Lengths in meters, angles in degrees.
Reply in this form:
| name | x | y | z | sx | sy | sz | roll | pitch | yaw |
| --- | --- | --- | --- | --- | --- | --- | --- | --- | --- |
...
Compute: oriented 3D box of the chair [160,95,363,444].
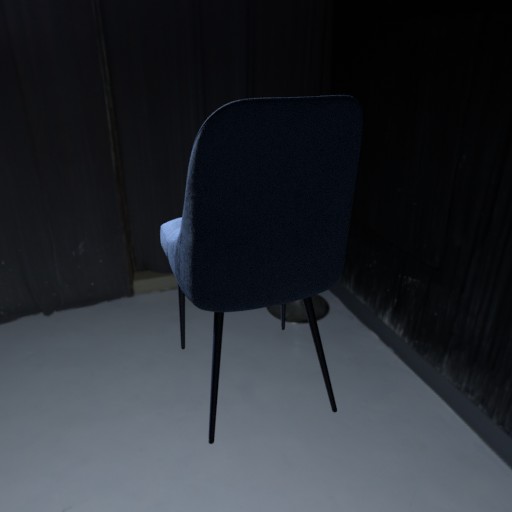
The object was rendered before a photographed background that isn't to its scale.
| name | x | y | z | sx | sy | sz | roll | pitch | yaw |
| --- | --- | --- | --- | --- | --- | --- | --- | --- | --- |
| chair | 0.000 | 0.000 | 1.239 | 0.478 | 0.896 | 0.559 | -8 | 27 | -16 |
